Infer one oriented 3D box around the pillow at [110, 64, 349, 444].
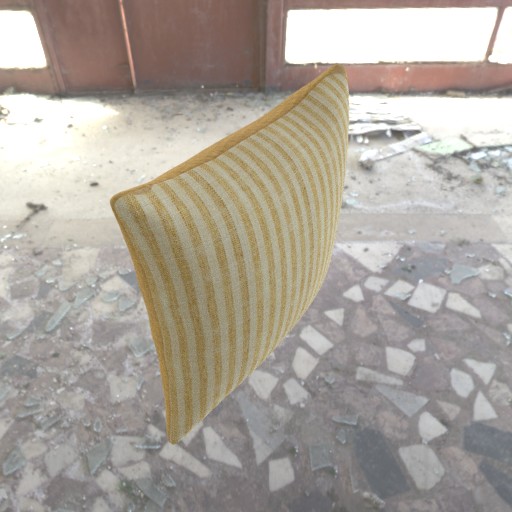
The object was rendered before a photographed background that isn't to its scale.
[{"bbox_3d":[0.000,0.000,0.617,0.173,0.407,0.419,25,47,26],"label":"pillow"}]
